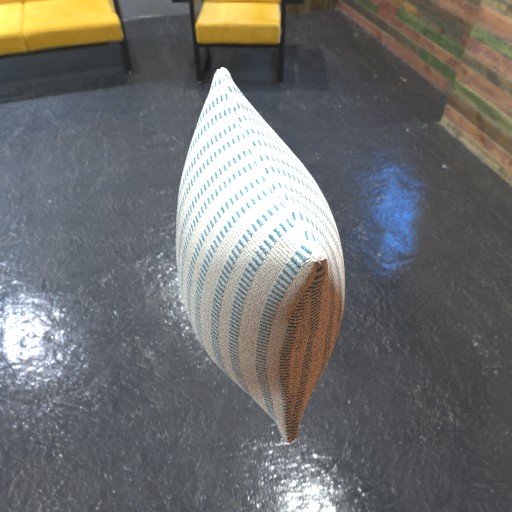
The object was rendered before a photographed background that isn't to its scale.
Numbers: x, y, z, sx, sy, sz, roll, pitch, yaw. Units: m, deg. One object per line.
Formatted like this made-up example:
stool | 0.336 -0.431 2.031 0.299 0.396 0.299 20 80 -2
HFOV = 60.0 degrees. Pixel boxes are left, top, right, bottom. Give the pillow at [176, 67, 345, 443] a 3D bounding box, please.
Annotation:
pillow | 0.000 0.000 0.694 0.247 0.419 0.438 -11 47 -11
